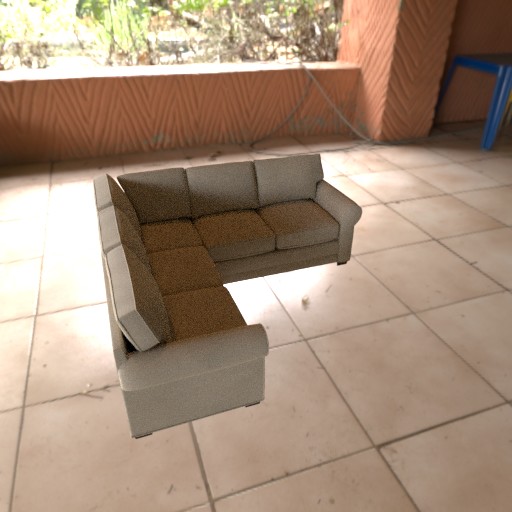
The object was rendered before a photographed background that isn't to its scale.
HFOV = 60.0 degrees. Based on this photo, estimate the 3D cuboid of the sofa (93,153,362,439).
[{"bbox_3d":[0.000,0.000,3.942,2.569,1.054,2.487,-11,32,-17],"label":"sofa"}]
